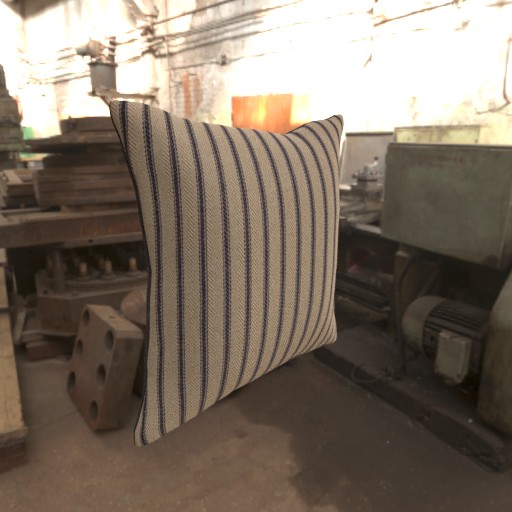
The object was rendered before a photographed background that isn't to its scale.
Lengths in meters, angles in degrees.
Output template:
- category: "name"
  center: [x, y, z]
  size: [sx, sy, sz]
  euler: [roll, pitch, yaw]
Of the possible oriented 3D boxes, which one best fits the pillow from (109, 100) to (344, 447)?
- category: "pillow"
  center: [0.000, 0.000, 0.697]
  size: [0.138, 0.444, 0.468]
  euler: [13, 19, 42]
